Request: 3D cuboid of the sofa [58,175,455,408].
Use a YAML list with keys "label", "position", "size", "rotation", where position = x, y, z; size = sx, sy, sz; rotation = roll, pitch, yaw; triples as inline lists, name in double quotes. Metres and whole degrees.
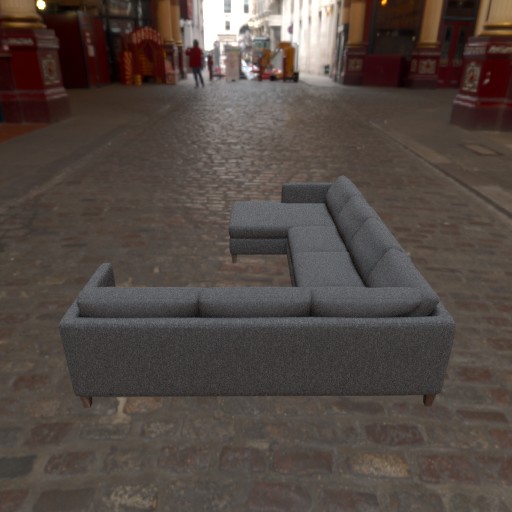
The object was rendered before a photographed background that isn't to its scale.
- label: "sofa"
  position: [0.000, 0.000, 4.330]
  size: [2.551, 0.853, 3.238]
  rotation: [0, 25, 0]
